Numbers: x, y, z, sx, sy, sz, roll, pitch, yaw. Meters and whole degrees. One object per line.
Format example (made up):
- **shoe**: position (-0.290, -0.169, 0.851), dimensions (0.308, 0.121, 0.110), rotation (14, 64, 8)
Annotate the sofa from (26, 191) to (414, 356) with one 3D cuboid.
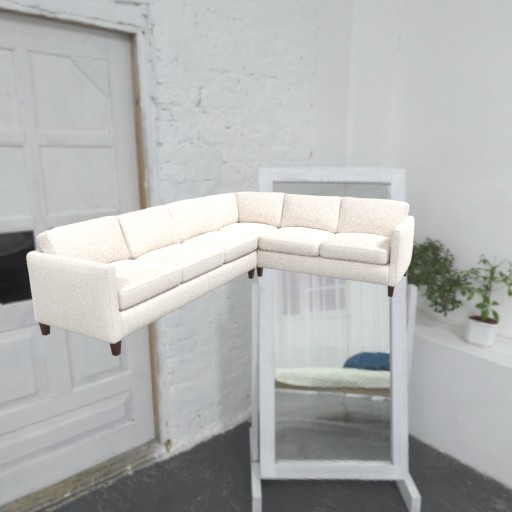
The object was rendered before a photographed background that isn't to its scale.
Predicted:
- **sofa**: position (0.000, 0.000, 4.469), dimensions (2.593, 0.947, 3.302), rotation (7, 16, 26)
